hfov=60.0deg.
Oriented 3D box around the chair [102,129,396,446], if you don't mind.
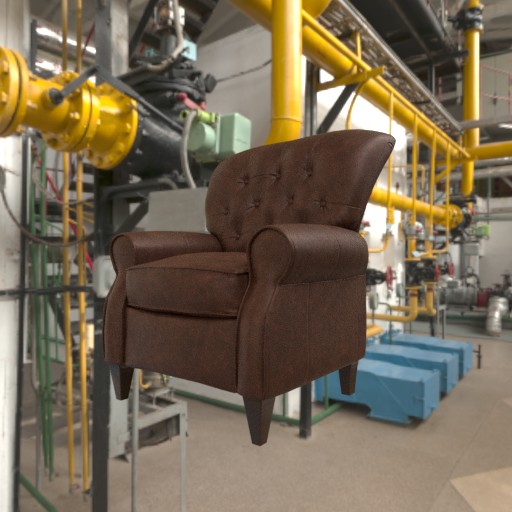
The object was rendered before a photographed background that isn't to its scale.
[{"bbox_3d":[0.000,0.000,1.932,0.979,1.162,1.031,0,0,38],"label":"chair"}]
